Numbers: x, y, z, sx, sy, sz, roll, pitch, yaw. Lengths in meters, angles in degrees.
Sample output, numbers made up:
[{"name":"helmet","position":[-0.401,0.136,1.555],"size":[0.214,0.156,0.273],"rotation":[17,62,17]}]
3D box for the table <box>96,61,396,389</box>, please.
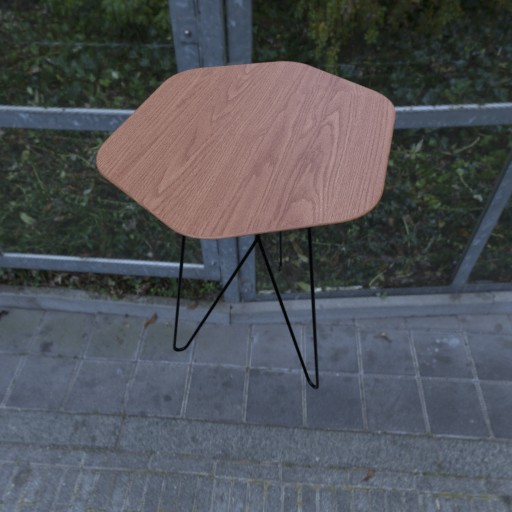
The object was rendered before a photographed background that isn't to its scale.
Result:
[{"name":"table","position":[0.000,0.000,0.873],"size":[0.400,0.562,0.500],"rotation":[12,47,12]}]
